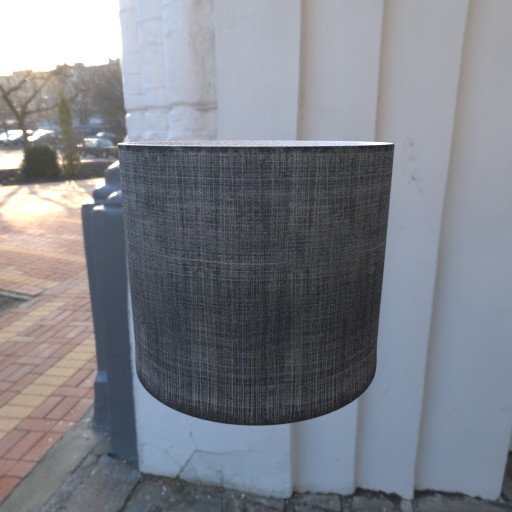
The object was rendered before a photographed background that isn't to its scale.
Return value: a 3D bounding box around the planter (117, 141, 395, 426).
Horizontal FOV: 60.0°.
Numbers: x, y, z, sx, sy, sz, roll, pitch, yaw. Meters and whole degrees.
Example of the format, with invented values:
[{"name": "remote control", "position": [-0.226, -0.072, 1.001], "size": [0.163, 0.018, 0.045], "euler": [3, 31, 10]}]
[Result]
[{"name": "planter", "position": [0.000, 0.000, 0.318], "size": [0.178, 0.157, 0.178], "euler": [0, 15, 0]}]
